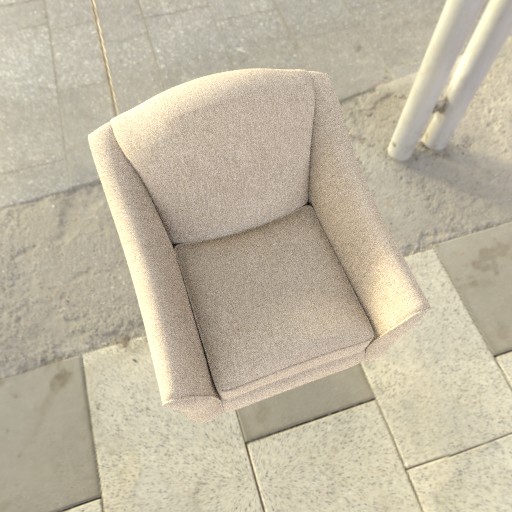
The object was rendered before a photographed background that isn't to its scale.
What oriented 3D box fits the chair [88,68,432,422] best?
[{"bbox_3d":[0.000,0.000,1.421,0.763,0.839,0.787,-18,64,-9],"label":"chair"}]
